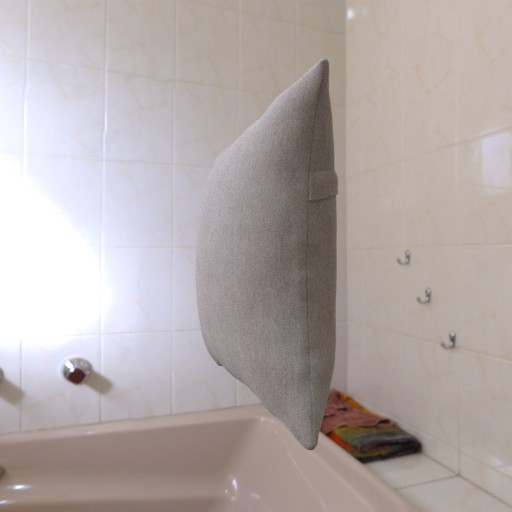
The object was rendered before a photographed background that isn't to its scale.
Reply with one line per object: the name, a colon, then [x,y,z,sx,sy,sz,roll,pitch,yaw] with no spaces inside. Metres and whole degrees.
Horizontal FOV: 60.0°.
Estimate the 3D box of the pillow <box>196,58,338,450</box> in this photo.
pillow: [0.000,0.000,0.689,0.173,0.436,0.433,0,0,-18]
